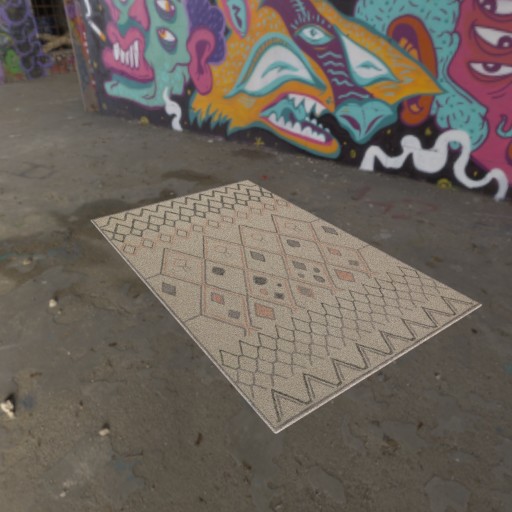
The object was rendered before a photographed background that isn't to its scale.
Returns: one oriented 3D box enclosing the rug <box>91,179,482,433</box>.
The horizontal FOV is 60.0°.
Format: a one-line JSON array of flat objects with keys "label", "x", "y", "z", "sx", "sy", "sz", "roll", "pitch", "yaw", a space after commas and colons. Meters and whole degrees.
[{"label": "rug", "x": 0.000, "y": 0.000, "z": 3.072, "sx": 1.524, "sy": 0.015, "sz": 2.438, "roll": -20, "pitch": 36, "yaw": -30}]
